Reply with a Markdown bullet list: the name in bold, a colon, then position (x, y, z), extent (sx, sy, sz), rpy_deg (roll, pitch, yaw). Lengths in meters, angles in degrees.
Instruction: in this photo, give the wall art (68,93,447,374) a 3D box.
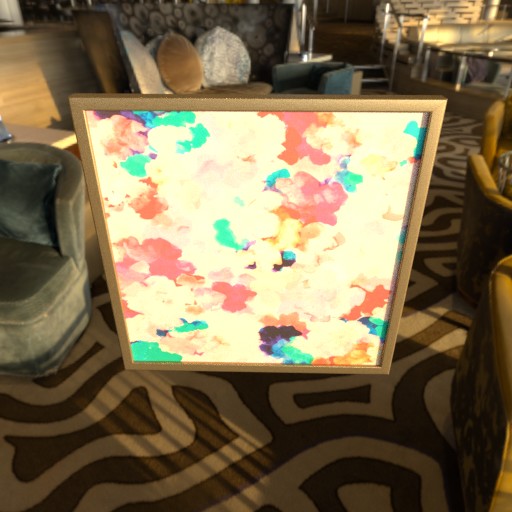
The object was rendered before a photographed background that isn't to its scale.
- **wall art**: position (0.000, 0.000, 1.106), extent (0.767, 0.765, 0.036), rpy_deg (1, 31, 1)
